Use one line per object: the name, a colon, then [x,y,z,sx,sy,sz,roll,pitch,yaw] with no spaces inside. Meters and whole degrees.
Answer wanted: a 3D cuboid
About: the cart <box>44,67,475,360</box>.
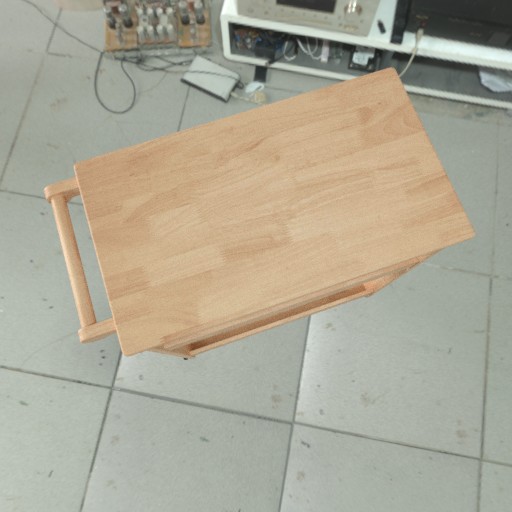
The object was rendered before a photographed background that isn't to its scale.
cart: [0.000,0.000,1.355,0.853,0.879,0.432,-18,76,-5]
